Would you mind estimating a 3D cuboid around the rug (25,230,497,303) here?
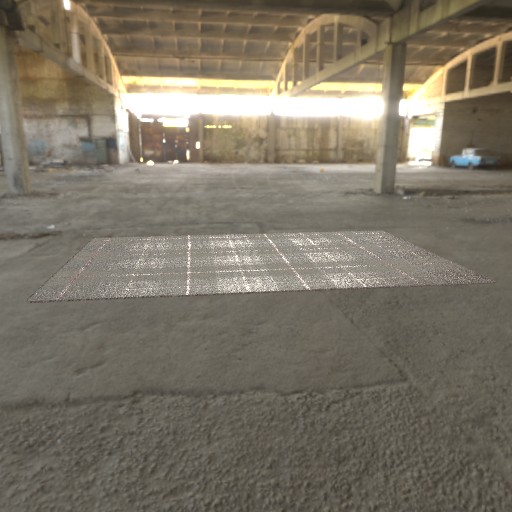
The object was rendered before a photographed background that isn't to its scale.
[{"bbox_3d":[0.000,0.000,3.014,2.464,0.010,1.549,-2,14,-8],"label":"rug"}]
